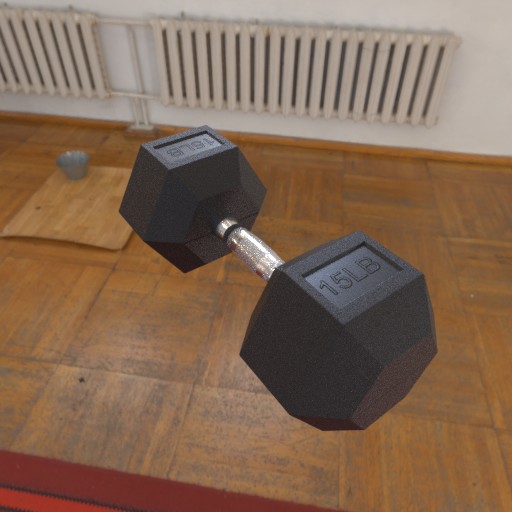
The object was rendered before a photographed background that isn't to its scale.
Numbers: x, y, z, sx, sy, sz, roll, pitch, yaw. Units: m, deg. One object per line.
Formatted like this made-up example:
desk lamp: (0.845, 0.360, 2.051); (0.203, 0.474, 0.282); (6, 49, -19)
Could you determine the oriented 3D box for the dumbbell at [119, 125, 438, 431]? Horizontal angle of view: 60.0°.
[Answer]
dumbbell: (0.000, 0.000, 0.334); (0.122, 0.106, 0.271); (-26, 48, -26)
